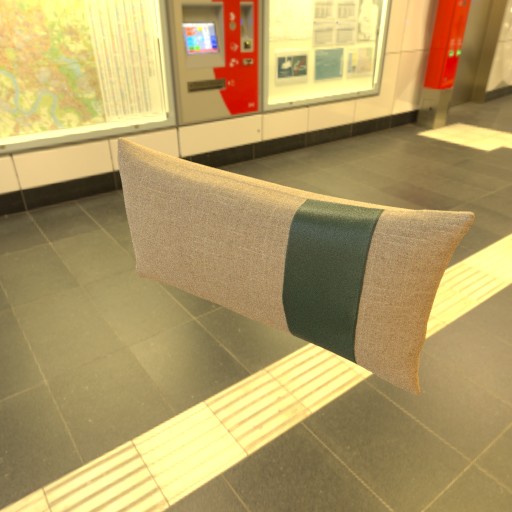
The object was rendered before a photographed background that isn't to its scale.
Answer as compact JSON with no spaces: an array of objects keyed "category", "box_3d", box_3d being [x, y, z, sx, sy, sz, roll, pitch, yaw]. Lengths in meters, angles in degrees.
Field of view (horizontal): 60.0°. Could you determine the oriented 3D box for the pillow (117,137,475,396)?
[{"category":"pillow","box_3d":[0.000,0.000,1.036,0.859,0.429,0.197,18,34,29]}]
